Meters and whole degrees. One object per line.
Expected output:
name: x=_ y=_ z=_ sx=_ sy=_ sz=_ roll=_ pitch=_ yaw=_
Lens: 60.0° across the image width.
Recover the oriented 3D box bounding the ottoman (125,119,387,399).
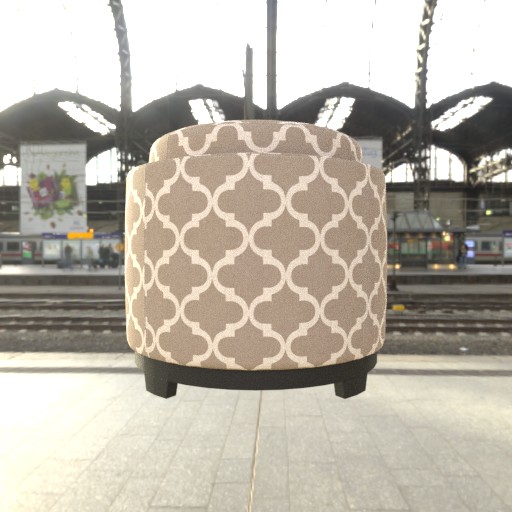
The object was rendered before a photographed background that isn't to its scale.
ottoman: x=0.000 y=0.000 z=0.845 sx=0.480 sy=0.429 sz=0.480 roll=0 pitch=1 yaw=0
